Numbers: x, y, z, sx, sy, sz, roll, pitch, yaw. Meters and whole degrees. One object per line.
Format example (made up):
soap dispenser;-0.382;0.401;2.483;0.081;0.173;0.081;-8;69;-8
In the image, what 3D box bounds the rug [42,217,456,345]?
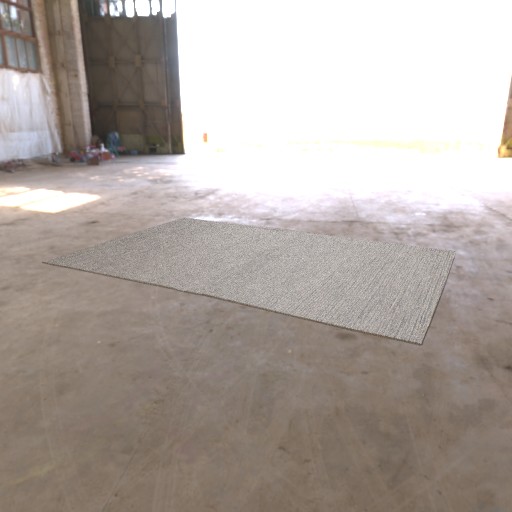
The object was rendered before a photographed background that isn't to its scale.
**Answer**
rug;0.000;0.000;2.272;1.804;0.022;1.162;9;19;27
